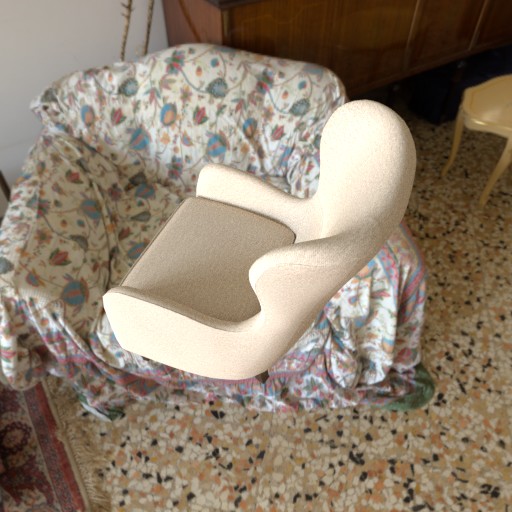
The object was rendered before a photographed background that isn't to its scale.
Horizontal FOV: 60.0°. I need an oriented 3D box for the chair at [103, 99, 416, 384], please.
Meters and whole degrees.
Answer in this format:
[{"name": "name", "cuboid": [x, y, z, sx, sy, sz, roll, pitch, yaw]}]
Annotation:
[{"name": "chair", "cuboid": [0.000, 0.000, 1.779, 0.984, 1.064, 0.861, 16, 49, 14]}]
